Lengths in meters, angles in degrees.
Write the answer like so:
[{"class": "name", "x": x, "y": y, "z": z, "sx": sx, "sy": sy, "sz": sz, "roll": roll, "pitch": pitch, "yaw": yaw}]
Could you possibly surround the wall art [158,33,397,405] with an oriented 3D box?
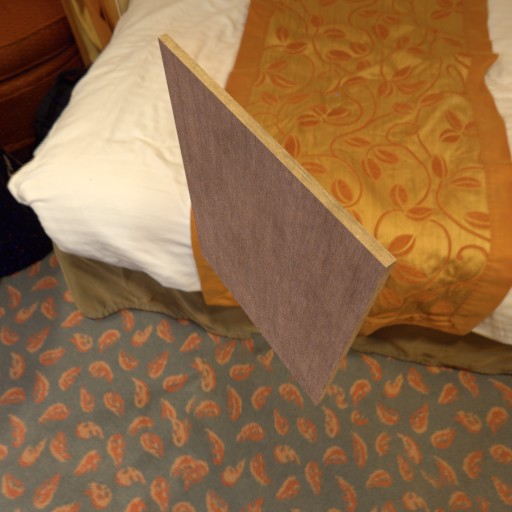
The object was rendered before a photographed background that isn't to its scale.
[{"class": "wall art", "x": 0.000, "y": 0.000, "z": 0.910, "sx": 0.018, "sy": 0.686, "sz": 0.534, "roll": -31, "pitch": 64, "yaw": -17}]
